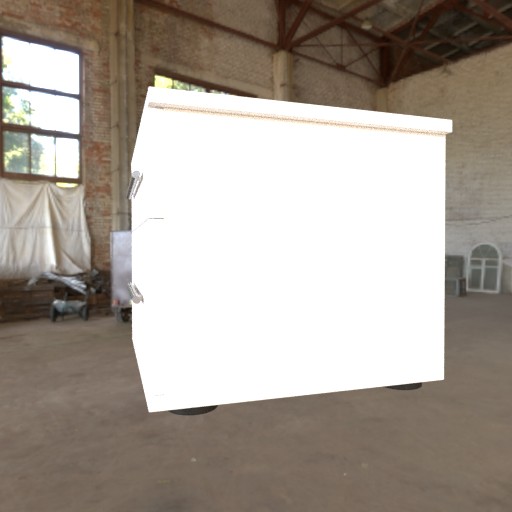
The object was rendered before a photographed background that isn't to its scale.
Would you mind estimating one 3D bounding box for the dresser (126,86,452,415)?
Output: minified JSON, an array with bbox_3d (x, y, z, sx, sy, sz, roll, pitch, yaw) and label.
[{"bbox_3d":[0.000,0.000,0.724,0.400,0.360,0.430,0,1,-18],"label":"dresser"}]
